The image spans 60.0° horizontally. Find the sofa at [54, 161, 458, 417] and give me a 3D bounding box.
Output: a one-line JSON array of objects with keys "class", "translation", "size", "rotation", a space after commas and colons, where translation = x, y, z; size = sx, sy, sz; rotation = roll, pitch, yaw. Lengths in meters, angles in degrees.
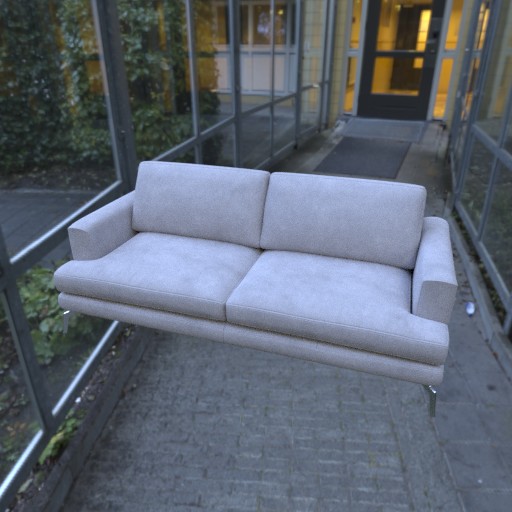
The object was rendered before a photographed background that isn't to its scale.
[{"class": "sofa", "translation": [0.000, 0.000, 2.473], "size": [2.013, 0.830, 0.980], "rotation": [8, 27, 16]}]
